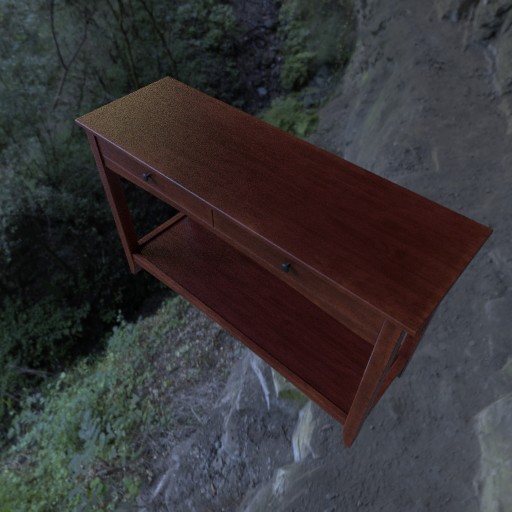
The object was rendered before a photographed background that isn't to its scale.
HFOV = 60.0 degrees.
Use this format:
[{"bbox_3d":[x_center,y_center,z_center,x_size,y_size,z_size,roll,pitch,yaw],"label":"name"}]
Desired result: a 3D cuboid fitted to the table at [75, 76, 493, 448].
[{"bbox_3d":[0.000,0.000,1.508,1.188,0.739,0.392,33,56,26],"label":"table"}]
